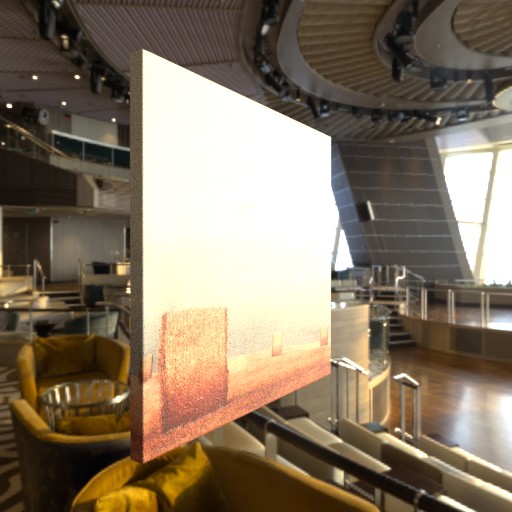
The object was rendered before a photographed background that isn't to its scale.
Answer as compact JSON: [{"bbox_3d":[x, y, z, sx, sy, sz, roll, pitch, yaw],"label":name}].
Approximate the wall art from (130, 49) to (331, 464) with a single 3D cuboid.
[{"bbox_3d":[0.000,0.000,0.898,0.034,0.605,0.605,0,0,36],"label":"wall art"}]
